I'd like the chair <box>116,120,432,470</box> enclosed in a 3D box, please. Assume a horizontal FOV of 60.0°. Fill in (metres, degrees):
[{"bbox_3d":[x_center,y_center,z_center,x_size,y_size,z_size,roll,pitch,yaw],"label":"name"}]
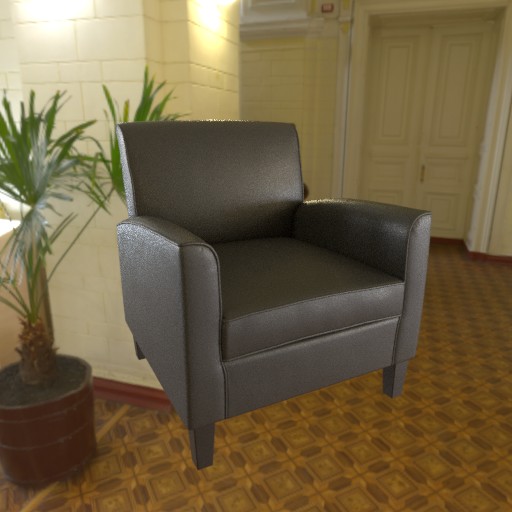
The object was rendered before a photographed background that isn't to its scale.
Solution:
[{"bbox_3d":[0.000,0.000,1.554,0.820,0.916,0.819,-9,19,-27],"label":"chair"}]
